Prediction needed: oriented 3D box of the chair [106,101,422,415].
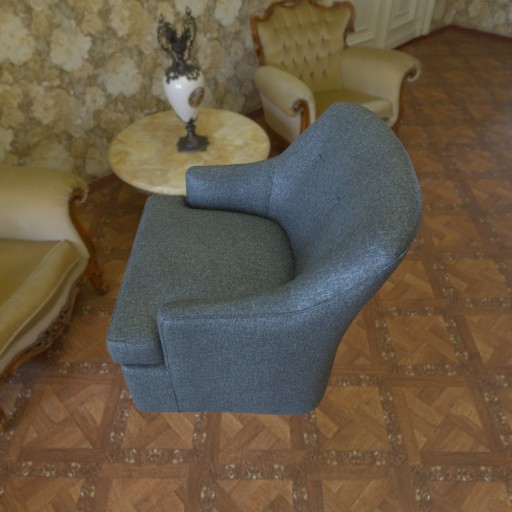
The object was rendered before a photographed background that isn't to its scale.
[{"bbox_3d":[0.000,0.000,1.586,0.923,0.856,0.864,0,42,0],"label":"chair"}]
